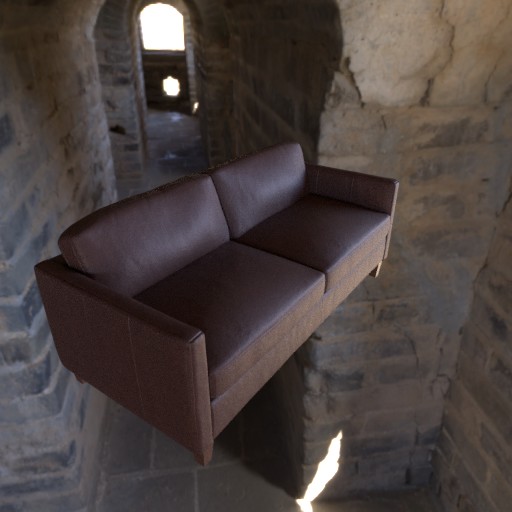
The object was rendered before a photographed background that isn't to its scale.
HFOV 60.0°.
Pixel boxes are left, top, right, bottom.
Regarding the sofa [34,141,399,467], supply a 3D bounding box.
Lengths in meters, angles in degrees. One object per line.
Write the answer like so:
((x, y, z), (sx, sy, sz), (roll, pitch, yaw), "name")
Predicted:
((0.000, 0.000, 2.428), (0.923, 0.863, 1.971), (19, 34, 30), "sofa")
